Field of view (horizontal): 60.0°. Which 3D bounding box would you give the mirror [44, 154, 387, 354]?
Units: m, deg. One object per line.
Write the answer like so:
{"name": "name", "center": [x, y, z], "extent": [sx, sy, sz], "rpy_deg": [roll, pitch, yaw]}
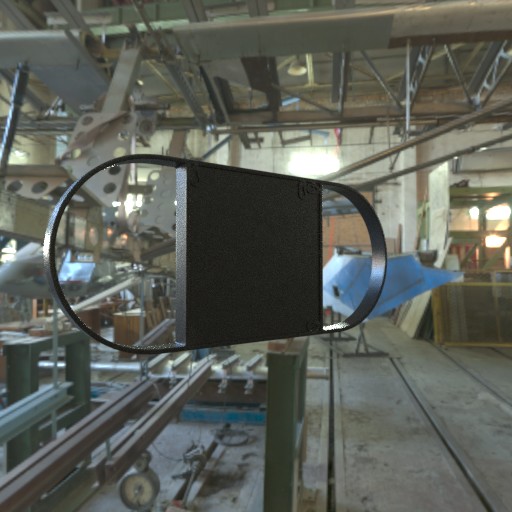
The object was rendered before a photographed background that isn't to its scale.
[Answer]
{"name": "mirror", "center": [0.000, 0.000, 0.671], "extent": [0.584, 0.254, 0.032], "rpy_deg": [1, -2, -36]}
